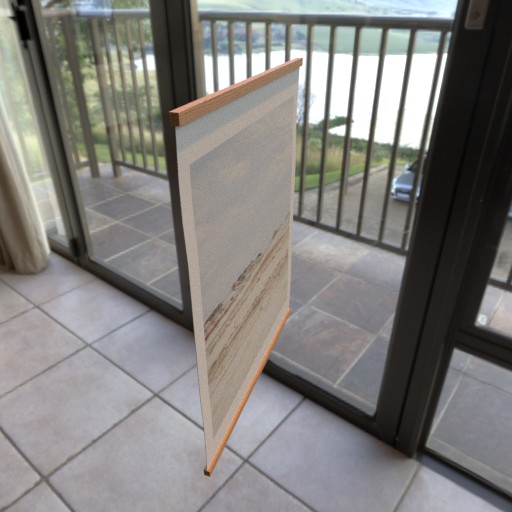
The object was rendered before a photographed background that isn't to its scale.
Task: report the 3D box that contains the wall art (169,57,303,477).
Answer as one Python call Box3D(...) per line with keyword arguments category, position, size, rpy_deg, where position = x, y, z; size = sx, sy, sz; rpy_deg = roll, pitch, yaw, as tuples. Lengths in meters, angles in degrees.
Box3D(category="wall art", position=(0.000, 0.000, 0.668), size=(0.010, 0.507, 0.404), rpy_deg=(11, 32, 17))
